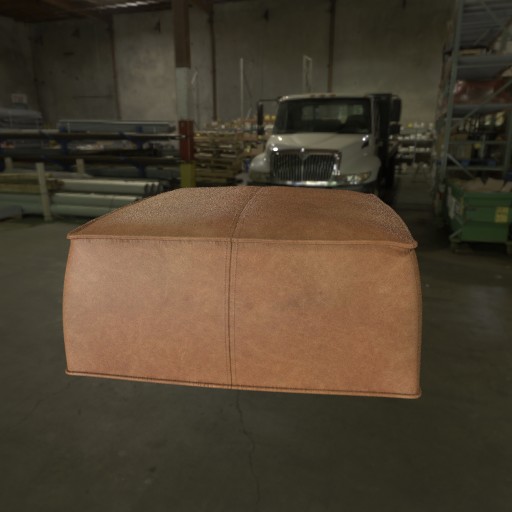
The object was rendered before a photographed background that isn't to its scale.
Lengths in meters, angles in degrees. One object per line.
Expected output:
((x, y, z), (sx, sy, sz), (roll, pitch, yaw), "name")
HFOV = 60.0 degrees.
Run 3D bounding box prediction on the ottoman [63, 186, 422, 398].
((0.000, 0.000, 1.397), (0.901, 0.395, 0.902), (2, 16, 7), "ottoman")
